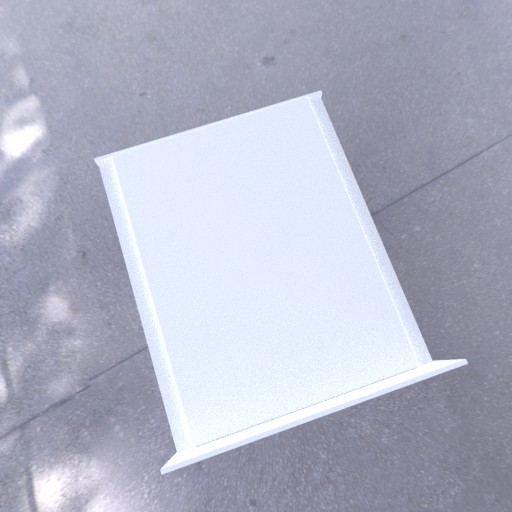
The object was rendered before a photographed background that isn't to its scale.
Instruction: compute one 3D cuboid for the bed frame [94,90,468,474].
[{"bbox_3d":[0.000,0.000,2.813,1.622,0.800,1.960,-18,76,-5],"label":"bed frame"}]
